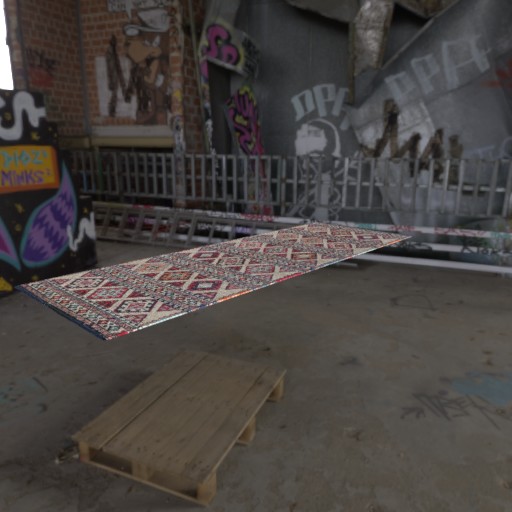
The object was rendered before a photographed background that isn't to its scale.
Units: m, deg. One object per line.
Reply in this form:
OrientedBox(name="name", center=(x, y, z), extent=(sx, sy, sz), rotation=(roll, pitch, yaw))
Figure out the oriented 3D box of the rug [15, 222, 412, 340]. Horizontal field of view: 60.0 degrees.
OrientedBox(name="rug", center=(0.000, 0.000, 2.585), extent=(0.832, 0.008, 2.362), rotation=(13, 19, 42))
